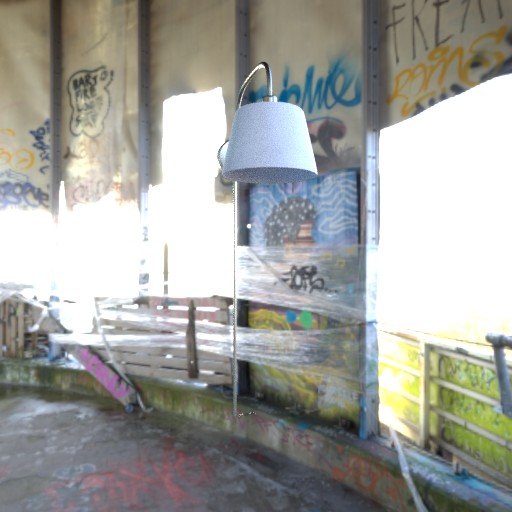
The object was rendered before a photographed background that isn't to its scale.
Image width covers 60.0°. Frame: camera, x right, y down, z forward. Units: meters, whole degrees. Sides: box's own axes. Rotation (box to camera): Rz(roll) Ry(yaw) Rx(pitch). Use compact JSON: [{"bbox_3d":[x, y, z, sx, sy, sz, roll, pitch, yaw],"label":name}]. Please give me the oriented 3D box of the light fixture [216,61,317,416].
[{"bbox_3d":[0.000,0.000,0.469,0.092,0.399,0.176,0,0,-18],"label":"light fixture"}]
